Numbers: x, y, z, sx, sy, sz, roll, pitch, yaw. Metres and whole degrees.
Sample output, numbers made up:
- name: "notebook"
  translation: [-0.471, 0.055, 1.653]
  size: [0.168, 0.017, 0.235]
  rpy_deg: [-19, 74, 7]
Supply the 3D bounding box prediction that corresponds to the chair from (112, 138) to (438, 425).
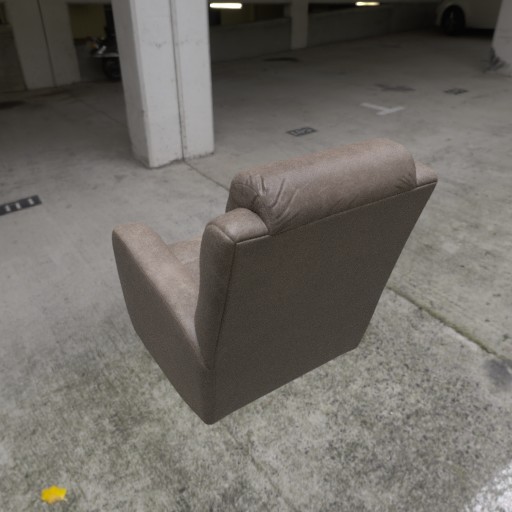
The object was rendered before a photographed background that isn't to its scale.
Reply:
- name: "chair"
  translation: [0.000, 0.000, 1.920]
  size: [0.967, 1.116, 1.068]
  rpy_deg: [-19, 35, -29]
